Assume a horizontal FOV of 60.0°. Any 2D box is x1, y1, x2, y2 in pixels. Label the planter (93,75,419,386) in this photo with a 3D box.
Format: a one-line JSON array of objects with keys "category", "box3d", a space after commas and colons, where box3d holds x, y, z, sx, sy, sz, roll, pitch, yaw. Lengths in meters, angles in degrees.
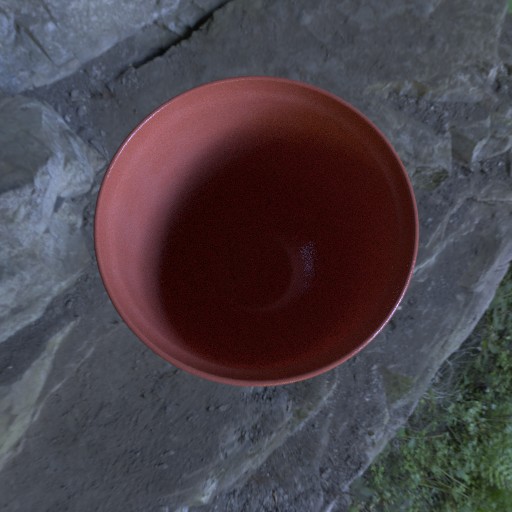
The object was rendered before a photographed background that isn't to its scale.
[{"category": "planter", "box3d": [0.000, 0.000, 0.492, 0.266, 0.270, 0.266, 0, 76, 0]}]
